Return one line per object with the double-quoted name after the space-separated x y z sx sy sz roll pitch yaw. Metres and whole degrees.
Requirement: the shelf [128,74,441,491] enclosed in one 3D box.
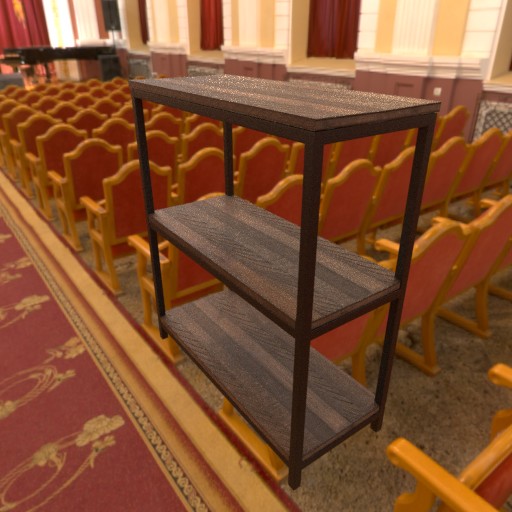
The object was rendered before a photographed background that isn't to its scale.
0.000 0.000 1.335 0.352 0.947 0.822 -18 32 -32 "shelf"
